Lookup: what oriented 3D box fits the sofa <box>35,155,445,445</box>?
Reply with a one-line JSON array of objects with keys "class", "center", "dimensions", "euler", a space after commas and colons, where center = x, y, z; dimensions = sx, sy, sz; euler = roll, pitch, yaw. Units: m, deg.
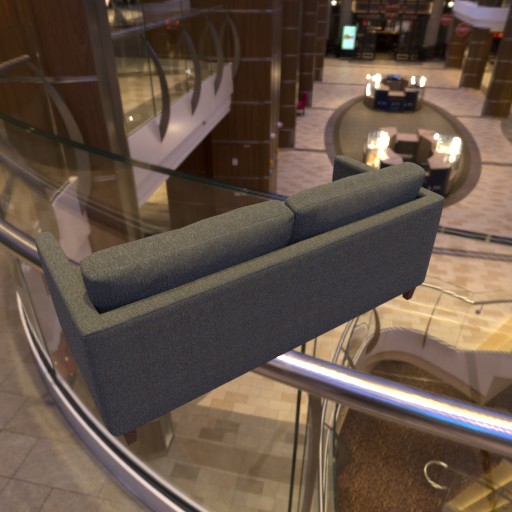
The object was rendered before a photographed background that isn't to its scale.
[{"class": "sofa", "center": [0.000, 0.000, 2.649], "dimensions": [2.208, 0.965, 0.948], "euler": [-20, 38, -28]}]
